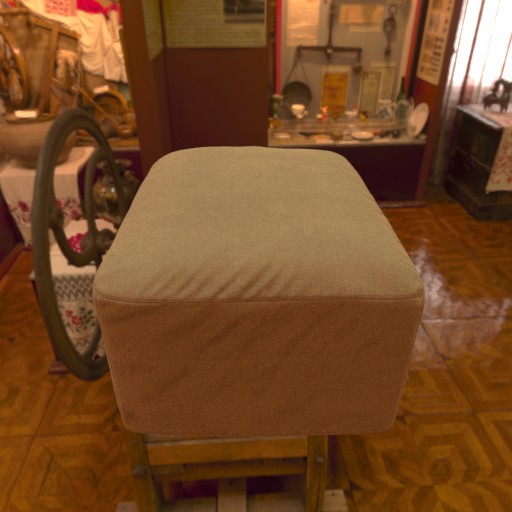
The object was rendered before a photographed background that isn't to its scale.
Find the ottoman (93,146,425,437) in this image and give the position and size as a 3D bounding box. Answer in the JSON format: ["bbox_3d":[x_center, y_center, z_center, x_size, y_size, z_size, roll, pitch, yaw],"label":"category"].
[{"bbox_3d":[0.000,0.000,1.256,0.683,0.481,0.837,-1,32,-1],"label":"ottoman"}]
